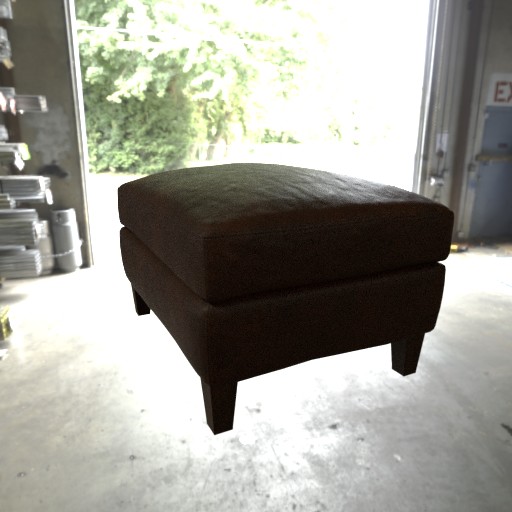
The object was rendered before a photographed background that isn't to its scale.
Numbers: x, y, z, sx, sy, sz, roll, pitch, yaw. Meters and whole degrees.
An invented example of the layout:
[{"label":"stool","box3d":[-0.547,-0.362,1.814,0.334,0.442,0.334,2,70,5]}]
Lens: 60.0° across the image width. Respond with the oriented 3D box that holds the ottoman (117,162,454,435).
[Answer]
[{"label":"ottoman","box3d":[0.000,0.000,1.307,0.659,0.527,0.887,-7,17,-26]}]
